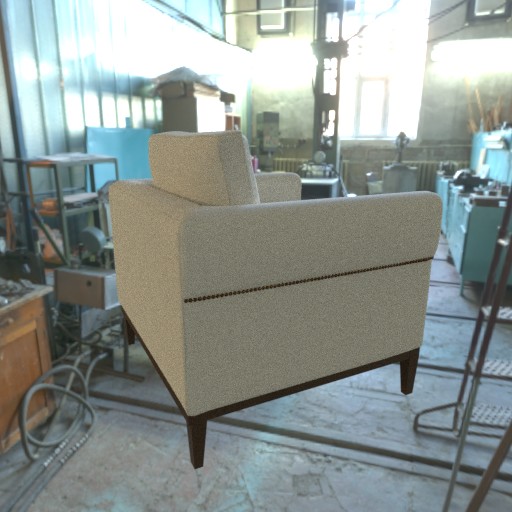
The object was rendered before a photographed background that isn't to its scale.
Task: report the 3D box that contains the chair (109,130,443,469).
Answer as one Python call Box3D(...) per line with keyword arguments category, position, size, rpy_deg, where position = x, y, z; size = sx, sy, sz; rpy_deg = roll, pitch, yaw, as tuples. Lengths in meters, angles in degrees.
Box3D(category="chair", position=(0.000, 0.000, 1.687), size=(0.896, 0.915, 0.982), rpy_deg=(-8, 17, -26))
